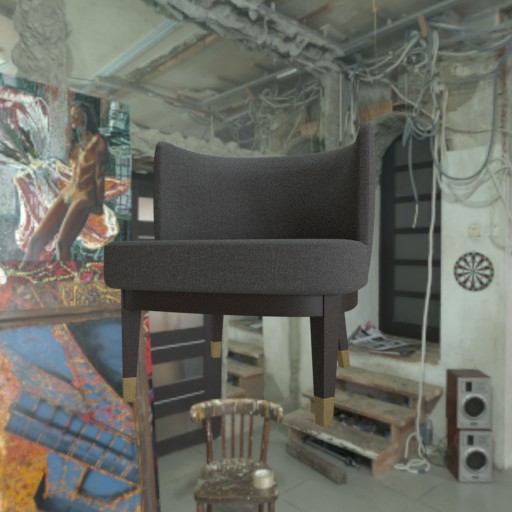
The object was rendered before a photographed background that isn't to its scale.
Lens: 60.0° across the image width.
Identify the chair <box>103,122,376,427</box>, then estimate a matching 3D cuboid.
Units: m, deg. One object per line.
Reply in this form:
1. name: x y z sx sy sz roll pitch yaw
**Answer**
1. chair: 0.000 0.000 1.238 0.639 0.695 0.698 0 0 18
